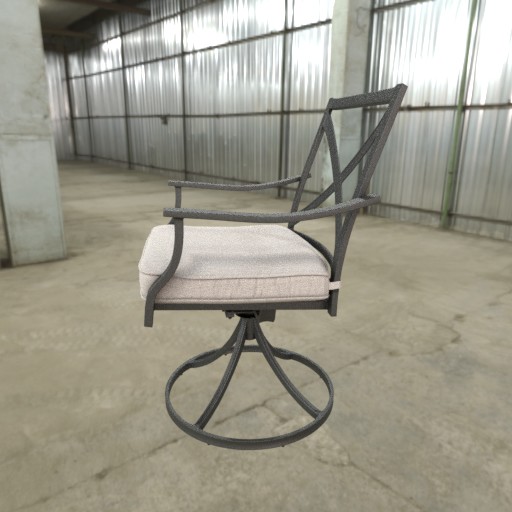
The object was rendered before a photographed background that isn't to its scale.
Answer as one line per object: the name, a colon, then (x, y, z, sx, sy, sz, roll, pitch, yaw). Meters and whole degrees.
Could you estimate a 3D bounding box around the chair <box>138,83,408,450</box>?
chair: (0.000, 0.000, 1.267, 0.620, 0.889, 0.575, -3, 16, -9)
